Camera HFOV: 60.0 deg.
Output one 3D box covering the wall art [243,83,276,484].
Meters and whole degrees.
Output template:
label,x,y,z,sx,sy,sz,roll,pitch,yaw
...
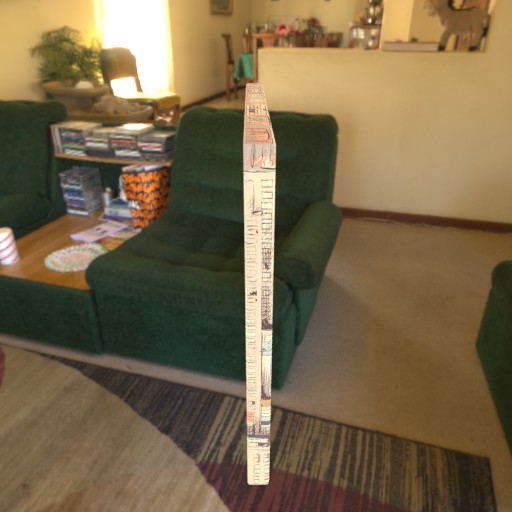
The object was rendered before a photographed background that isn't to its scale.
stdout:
label,x,y,z,sx,sy,sz,roll,pitch,yaw
wall art,0.000,0.000,0.920,0.038,0.608,0.607,0,27,-1
